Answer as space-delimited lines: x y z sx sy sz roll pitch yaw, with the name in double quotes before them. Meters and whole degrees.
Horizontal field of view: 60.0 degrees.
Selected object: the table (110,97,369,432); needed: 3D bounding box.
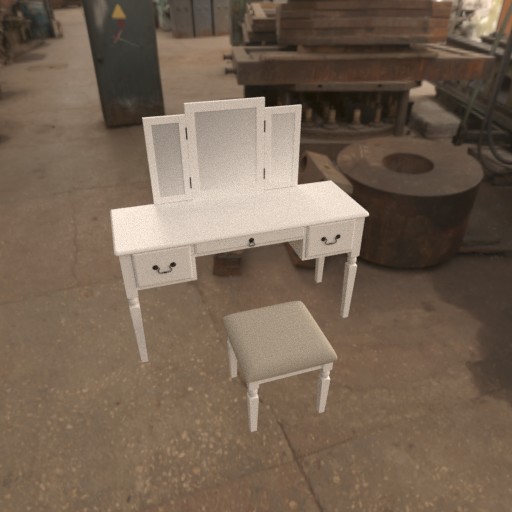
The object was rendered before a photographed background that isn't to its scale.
"table" 0.000 0.000 2.276 1.369 1.310 1.115 -10 34 -15
